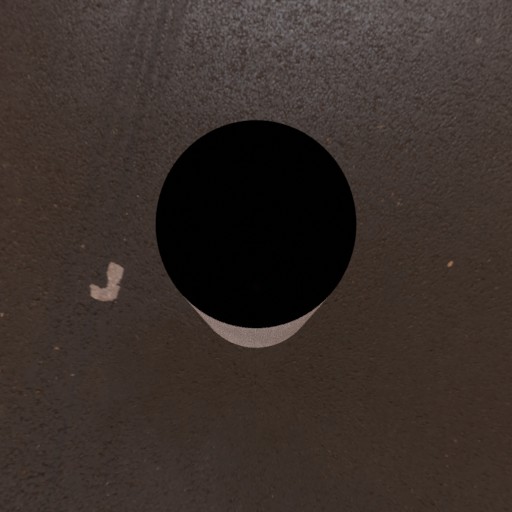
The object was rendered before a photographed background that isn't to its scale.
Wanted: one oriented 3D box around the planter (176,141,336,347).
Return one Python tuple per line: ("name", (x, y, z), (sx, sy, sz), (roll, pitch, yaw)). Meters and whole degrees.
("planter", (0.000, 0.000, 0.126), (0.045, 0.103, 0.045), (-42, 79, -10))
